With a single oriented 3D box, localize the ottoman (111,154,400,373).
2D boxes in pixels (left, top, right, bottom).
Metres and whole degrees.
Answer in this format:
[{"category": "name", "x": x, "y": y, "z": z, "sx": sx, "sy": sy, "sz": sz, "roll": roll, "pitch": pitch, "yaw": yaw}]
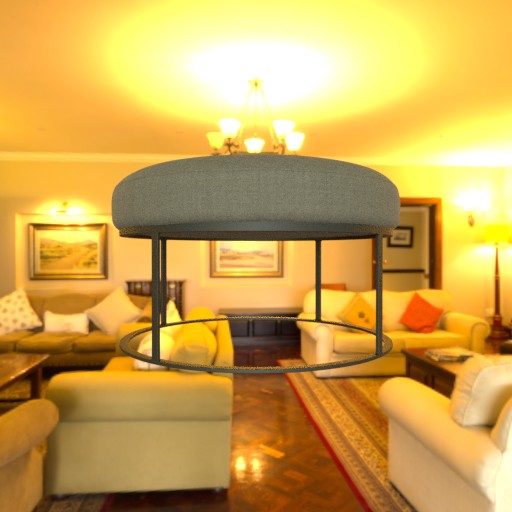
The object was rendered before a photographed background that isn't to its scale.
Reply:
[{"category": "ottoman", "x": 0.000, "y": 0.000, "z": 1.238, "sx": 0.772, "sy": 0.460, "sz": 0.772, "roll": 0, "pitch": 0, "yaw": 0}]
